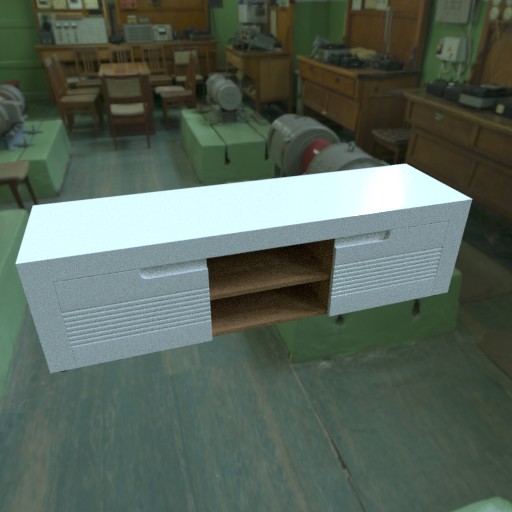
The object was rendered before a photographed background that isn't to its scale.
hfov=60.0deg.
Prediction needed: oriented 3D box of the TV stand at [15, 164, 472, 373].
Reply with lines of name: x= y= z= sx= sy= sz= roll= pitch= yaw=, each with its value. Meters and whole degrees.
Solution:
TV stand: x=0.000 y=0.000 z=1.679 sx=1.500 sy=0.440 sz=0.410 roll=-9 pitch=31 yaw=-15
